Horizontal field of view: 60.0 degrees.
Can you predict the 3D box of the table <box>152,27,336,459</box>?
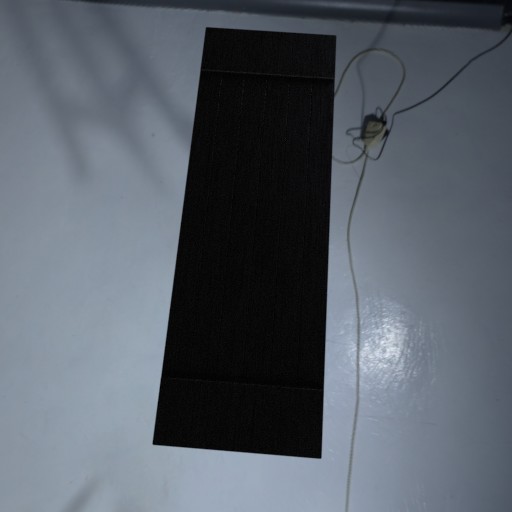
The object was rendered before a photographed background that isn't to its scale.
[{"bbox_3d":[0.000,0.000,1.438,0.373,0.768,1.062,4,75,1],"label":"table"}]
